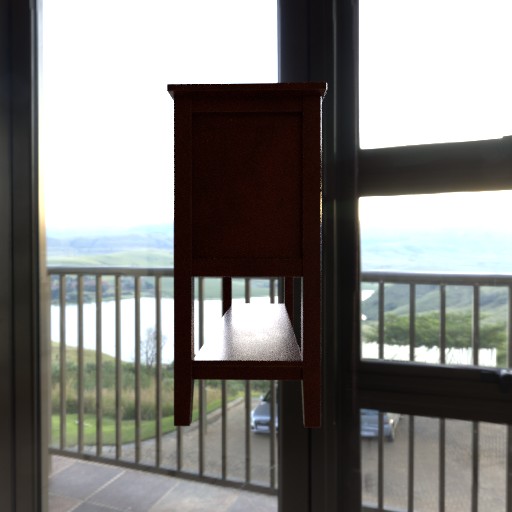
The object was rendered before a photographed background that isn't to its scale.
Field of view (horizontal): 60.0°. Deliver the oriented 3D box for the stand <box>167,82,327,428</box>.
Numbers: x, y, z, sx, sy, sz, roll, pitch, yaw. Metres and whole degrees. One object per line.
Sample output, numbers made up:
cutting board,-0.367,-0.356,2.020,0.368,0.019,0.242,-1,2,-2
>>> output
stand,0.000,0.000,1.784,0.410,0.872,1.362,0,0,2
